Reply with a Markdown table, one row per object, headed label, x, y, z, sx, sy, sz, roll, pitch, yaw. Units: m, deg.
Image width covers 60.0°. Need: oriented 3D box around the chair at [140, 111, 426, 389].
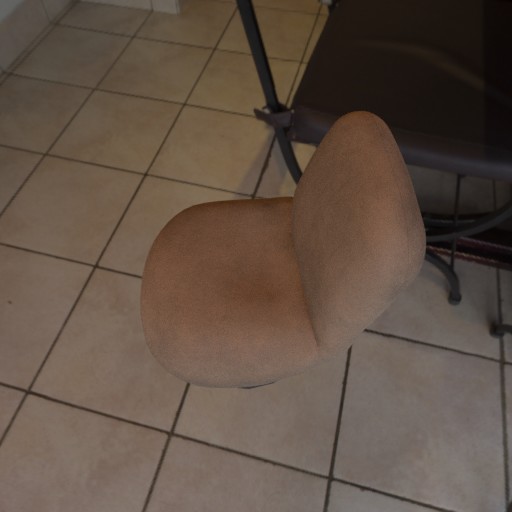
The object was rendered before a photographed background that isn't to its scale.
| label | x | y | z | sx | sy | sz | roll | pitch | yaw |
| --- | --- | --- | --- | --- | --- | --- | --- | --- | --- |
| chair | 0.000 | 0.000 | 1.044 | 0.597 | 0.594 | 0.521 | -3 | 56 | -2 |
